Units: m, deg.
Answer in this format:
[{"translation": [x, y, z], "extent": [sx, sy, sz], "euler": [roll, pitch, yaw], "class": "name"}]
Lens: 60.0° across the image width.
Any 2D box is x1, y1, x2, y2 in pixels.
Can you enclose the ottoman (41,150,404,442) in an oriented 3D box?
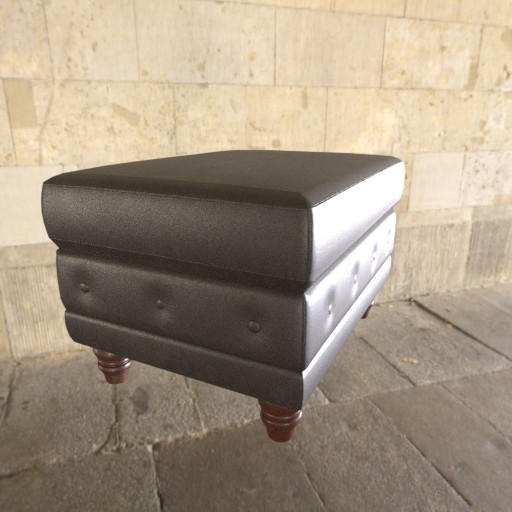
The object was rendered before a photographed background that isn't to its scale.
[{"translation": [0.000, 0.000, 1.148], "extent": [0.590, 0.498, 0.795], "euler": [9, 20, 26], "class": "ottoman"}]
